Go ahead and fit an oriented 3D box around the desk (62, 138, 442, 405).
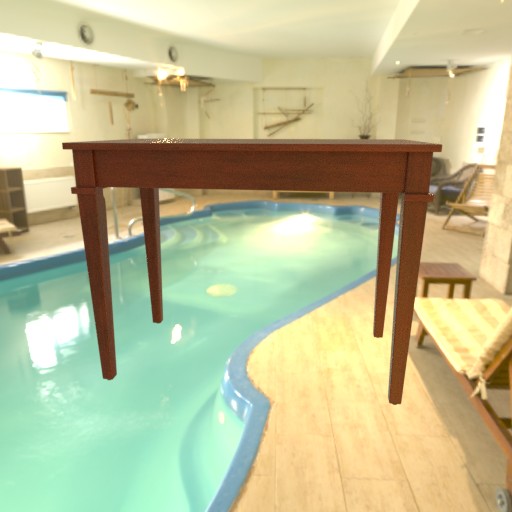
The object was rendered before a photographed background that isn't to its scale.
[{"bbox_3d":[0.000,0.000,1.515,1.001,0.762,0.549,2,16,8],"label":"desk"}]
